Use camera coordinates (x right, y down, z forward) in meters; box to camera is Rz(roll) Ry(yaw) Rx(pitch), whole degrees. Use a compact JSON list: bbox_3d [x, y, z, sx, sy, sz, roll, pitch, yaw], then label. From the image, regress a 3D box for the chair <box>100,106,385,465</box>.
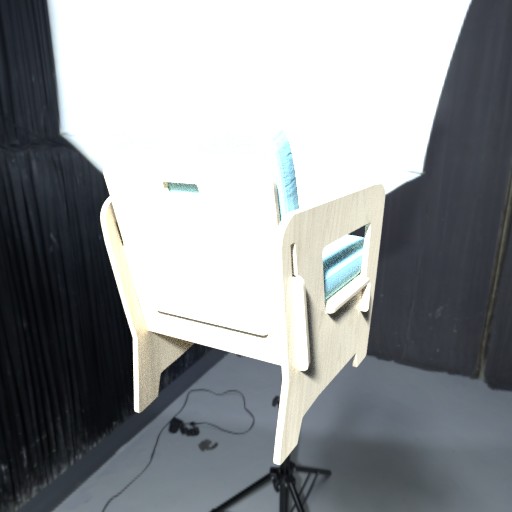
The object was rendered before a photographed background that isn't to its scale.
[{"bbox_3d":[0.000,0.000,1.274,0.590,0.800,0.710,9,19,26],"label":"chair"}]
